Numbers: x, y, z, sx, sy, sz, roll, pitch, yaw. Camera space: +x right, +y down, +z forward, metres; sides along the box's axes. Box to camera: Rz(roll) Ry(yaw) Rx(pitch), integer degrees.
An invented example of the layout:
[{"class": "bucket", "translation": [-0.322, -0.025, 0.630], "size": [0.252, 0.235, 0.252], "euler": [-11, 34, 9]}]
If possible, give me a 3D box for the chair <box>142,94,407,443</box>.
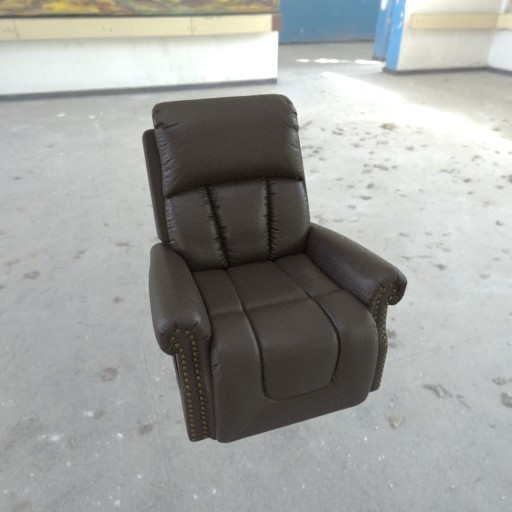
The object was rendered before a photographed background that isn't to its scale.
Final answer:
[{"class": "chair", "translation": [0.000, 0.000, 1.727], "size": [0.869, 1.028, 0.978], "euler": [-10, 33, -16]}]
